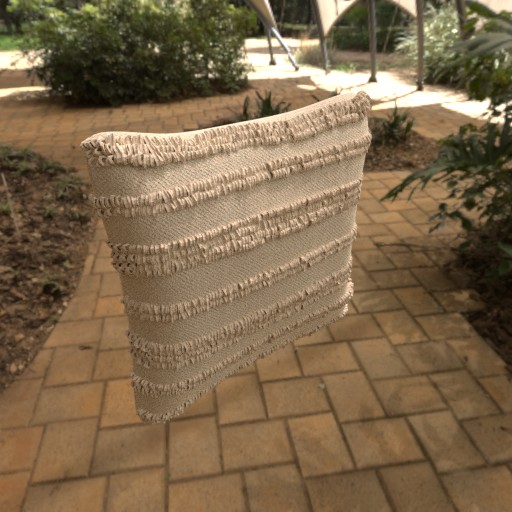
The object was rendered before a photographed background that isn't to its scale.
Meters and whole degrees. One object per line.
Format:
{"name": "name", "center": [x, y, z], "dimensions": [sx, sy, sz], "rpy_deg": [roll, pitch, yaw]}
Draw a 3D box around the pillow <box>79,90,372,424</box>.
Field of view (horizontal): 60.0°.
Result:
{"name": "pillow", "center": [0.000, 0.000, 0.651], "dimensions": [0.437, 0.427, 0.145], "rpy_deg": [-22, 37, -32]}
